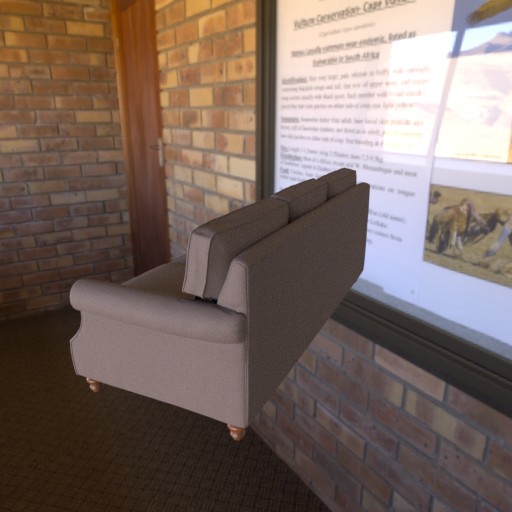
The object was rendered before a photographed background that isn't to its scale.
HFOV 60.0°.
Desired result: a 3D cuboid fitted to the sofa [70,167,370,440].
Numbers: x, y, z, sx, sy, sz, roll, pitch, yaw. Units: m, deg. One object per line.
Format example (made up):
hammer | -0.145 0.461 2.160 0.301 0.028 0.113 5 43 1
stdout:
sofa | 0.000 0.000 2.819 0.966 0.948 2.353 8 20 24
